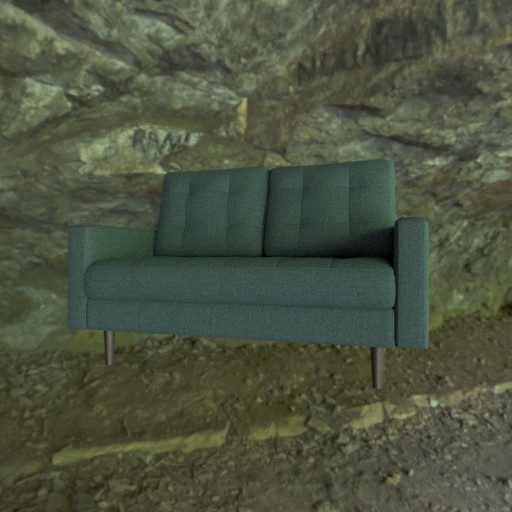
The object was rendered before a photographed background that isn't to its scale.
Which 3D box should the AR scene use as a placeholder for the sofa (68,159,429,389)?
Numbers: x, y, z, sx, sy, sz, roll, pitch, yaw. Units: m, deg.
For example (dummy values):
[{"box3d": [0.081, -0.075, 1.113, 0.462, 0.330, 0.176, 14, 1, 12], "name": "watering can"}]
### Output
[{"box3d": [0.000, 0.000, 1.992, 1.407, 0.907, 0.842, 0, 0, 17], "name": "sofa"}]
